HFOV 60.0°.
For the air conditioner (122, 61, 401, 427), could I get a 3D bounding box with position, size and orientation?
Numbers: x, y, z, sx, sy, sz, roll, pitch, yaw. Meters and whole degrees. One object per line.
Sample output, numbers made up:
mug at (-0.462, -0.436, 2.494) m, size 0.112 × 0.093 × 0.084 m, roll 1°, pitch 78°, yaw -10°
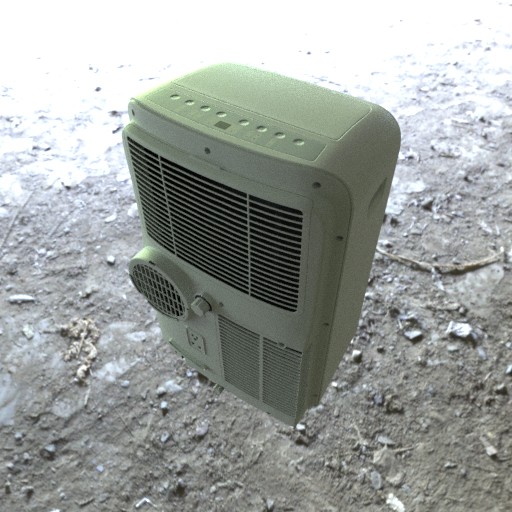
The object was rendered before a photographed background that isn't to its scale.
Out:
air conditioner at (0.000, 0.000, 0.940) m, size 0.454 × 0.700 × 0.365 m, roll 26°, pitch 52°, yaw 23°
